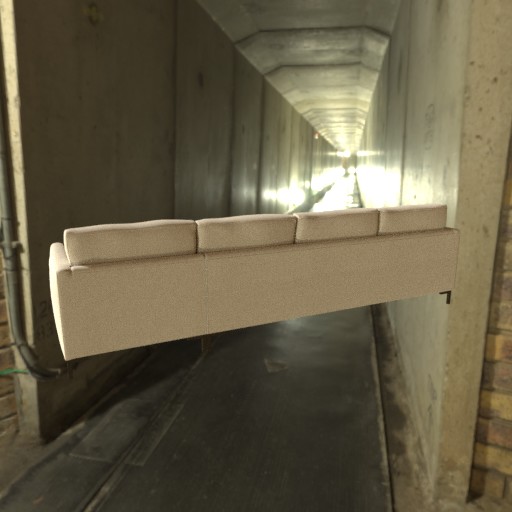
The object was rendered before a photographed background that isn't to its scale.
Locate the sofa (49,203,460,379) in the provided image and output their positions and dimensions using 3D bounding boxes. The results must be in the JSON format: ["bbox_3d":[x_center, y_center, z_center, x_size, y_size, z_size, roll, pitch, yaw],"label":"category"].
[{"bbox_3d":[0.000,0.000,2.882,2.445,0.677,1.126,-6,14,-25],"label":"sofa"}]
